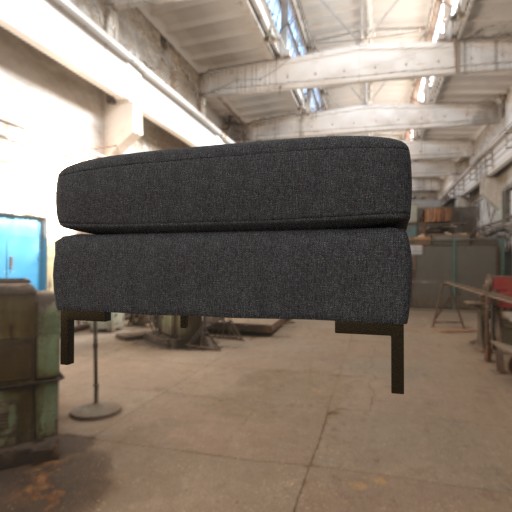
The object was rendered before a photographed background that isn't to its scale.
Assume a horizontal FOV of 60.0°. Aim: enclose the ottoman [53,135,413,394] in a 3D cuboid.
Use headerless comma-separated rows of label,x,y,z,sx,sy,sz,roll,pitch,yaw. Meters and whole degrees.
ottoman,0.000,0.000,1.267,0.831,0.533,0.695,0,-1,18
